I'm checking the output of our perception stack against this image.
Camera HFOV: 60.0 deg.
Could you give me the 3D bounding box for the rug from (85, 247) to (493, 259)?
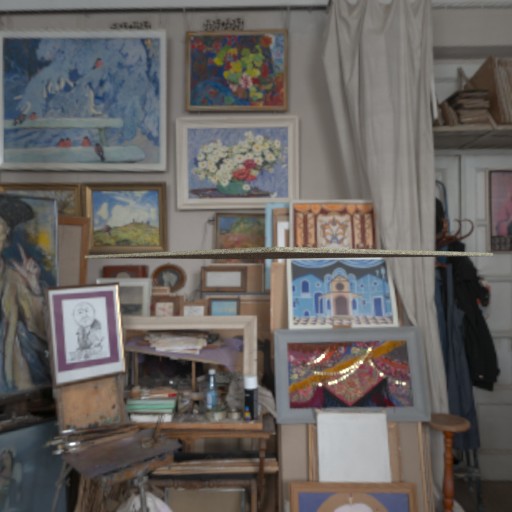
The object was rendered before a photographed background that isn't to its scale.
[{"bbox_3d":[0.000,0.000,2.876,1.532,0.018,2.297,1,-1,-36],"label":"rug"}]
